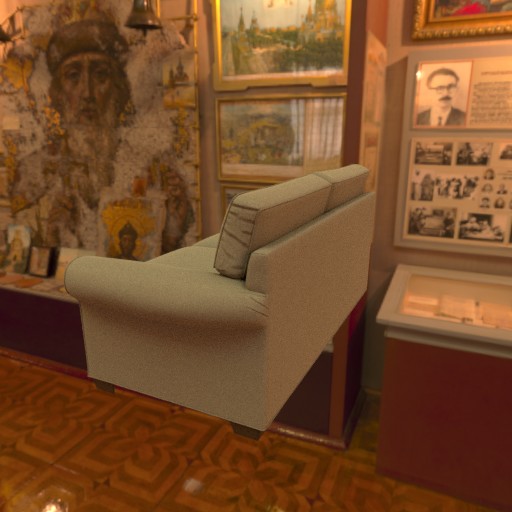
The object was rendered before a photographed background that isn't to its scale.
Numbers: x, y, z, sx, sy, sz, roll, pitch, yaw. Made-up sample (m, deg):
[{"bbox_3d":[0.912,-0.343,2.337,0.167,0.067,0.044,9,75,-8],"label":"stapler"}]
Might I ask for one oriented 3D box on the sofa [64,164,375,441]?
[{"bbox_3d":[0.000,0.000,2.487,0.940,0.952,1.930,8,17,25],"label":"sofa"}]
